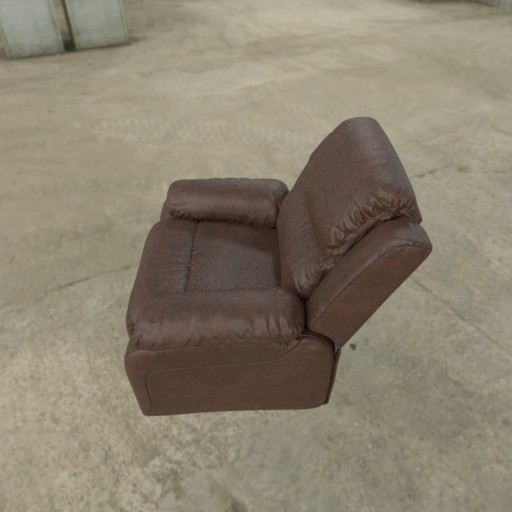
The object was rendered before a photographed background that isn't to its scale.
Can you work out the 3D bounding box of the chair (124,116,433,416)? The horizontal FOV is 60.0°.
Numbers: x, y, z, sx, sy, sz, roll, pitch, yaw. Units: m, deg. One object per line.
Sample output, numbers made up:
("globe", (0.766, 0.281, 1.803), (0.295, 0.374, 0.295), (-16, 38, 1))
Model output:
("chair", (0.000, 0.000, 1.262), (0.707, 0.702, 0.680), (0, 41, -1))
